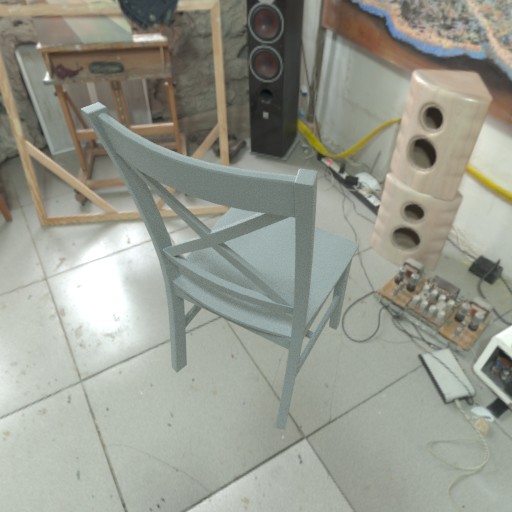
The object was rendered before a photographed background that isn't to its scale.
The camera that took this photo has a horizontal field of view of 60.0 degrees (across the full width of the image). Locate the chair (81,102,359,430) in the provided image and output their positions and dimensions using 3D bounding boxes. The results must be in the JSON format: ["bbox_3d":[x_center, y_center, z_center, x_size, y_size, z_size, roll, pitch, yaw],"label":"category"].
[{"bbox_3d":[0.000,0.000,1.256,0.485,0.983,0.542,22,49,21],"label":"chair"}]
